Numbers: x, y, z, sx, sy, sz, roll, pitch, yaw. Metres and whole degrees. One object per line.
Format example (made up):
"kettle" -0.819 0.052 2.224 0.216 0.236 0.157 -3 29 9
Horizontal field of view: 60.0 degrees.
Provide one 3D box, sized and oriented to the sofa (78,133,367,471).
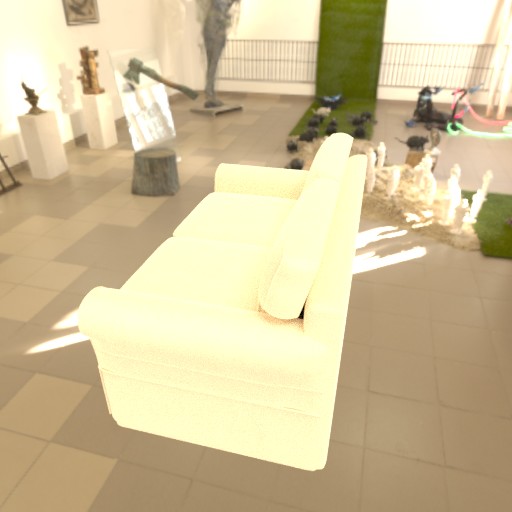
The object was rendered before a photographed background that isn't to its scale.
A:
"sofa" 0.000 0.000 2.310 0.991 0.940 1.727 8 31 13
